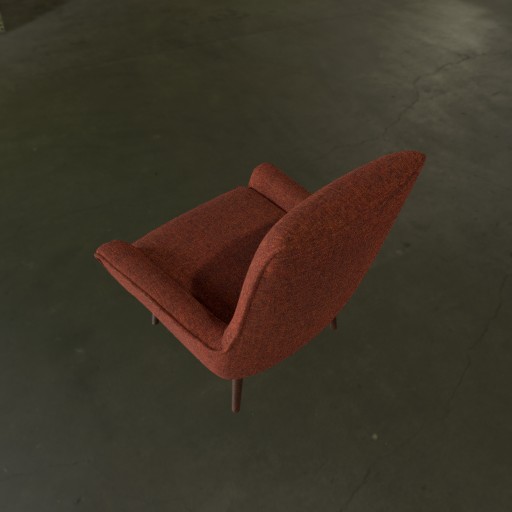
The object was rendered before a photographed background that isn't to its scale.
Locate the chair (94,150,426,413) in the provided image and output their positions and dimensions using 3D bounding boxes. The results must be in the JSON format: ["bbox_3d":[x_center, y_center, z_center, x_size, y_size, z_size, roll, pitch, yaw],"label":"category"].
[{"bbox_3d":[0.000,0.000,1.479,0.803,0.911,0.784,-33,53,-29],"label":"chair"}]
